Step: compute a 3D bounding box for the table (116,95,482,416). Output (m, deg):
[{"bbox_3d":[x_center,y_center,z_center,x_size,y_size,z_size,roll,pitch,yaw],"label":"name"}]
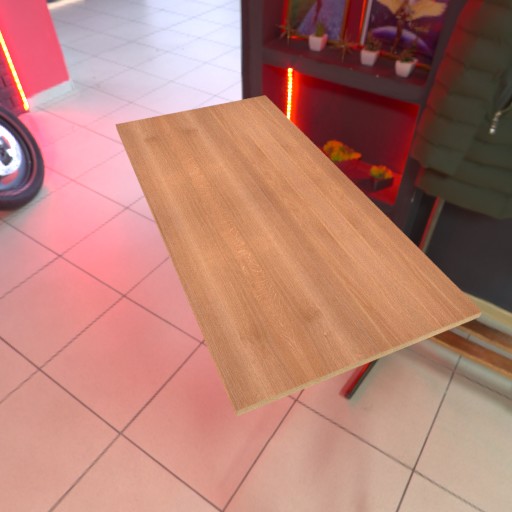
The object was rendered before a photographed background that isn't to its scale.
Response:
[{"bbox_3d":[0.000,0.000,2.232,0.900,0.750,1.800,-17,47,-16],"label":"table"}]
